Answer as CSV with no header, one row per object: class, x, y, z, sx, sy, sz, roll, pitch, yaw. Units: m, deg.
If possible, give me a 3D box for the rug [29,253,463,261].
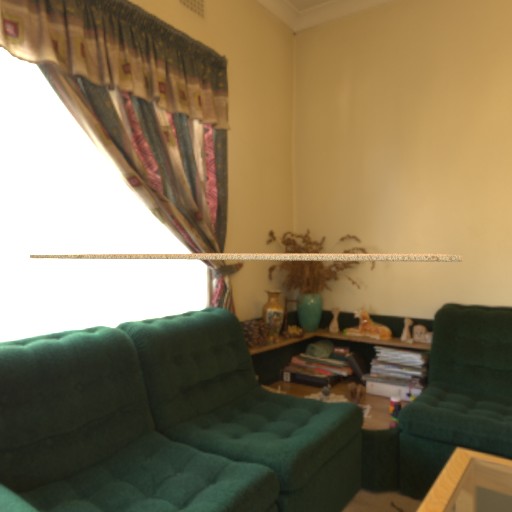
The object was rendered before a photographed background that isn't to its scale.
rug,0.000,0.000,2.947,2.349,0.025,1.500,0,1,19
